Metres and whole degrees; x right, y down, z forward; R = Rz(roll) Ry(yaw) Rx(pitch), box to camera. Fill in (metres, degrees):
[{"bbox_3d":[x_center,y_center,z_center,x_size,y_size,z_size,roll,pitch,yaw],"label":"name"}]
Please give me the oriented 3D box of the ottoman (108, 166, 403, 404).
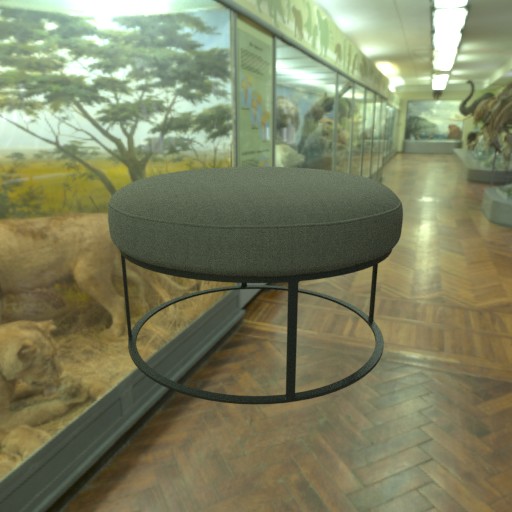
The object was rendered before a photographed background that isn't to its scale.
[{"bbox_3d":[0.000,0.000,1.251,0.772,0.460,0.772,0,16,0],"label":"ottoman"}]
